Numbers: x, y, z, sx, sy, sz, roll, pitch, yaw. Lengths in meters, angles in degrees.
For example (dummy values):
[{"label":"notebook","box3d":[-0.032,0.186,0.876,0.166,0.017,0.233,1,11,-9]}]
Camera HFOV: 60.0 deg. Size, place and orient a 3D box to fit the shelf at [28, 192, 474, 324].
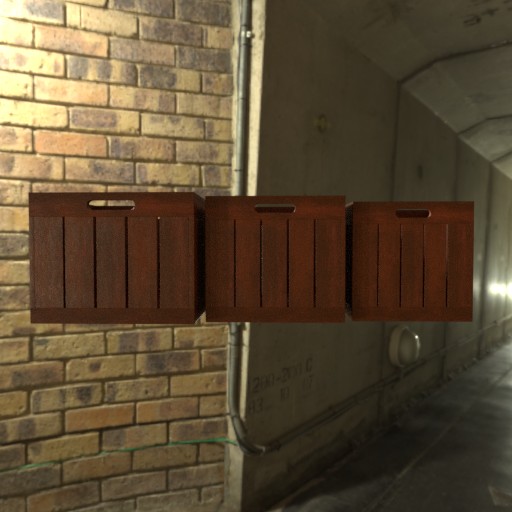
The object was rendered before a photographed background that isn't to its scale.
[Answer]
[{"label":"shelf","box3d":[0.000,0.000,1.232,1.064,0.311,0.393,0,2,1]}]
